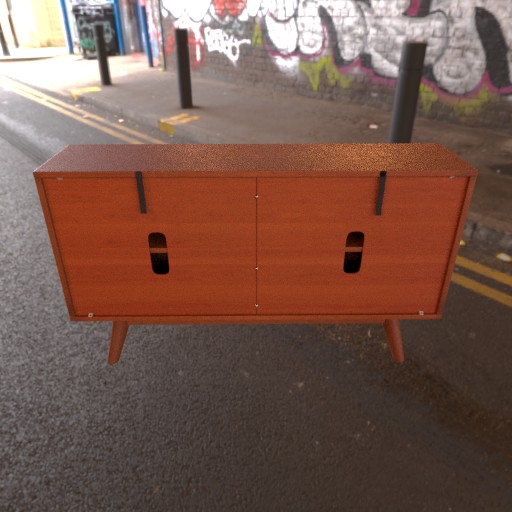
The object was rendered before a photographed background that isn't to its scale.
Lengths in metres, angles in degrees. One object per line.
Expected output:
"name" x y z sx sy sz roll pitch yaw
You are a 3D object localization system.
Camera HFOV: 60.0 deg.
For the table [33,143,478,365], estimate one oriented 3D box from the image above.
"table" 0.000 0.000 1.510 1.220 0.698 0.308 0 29 -1
